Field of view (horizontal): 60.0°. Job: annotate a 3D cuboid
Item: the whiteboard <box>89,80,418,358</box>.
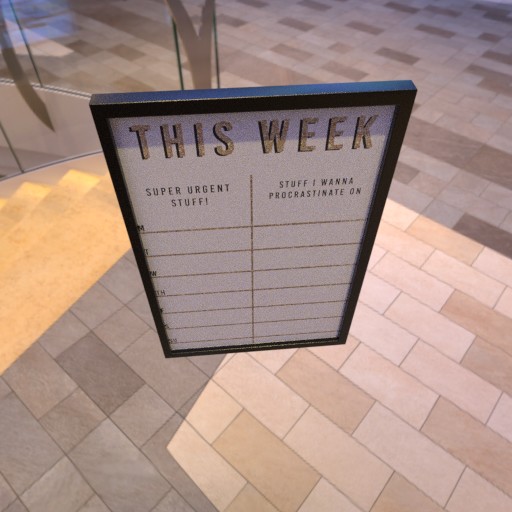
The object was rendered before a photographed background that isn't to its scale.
[{"bbox_3d":[0.000,0.000,0.778,0.406,0.611,0.026,-4,48,-3],"label":"whiteboard"}]
